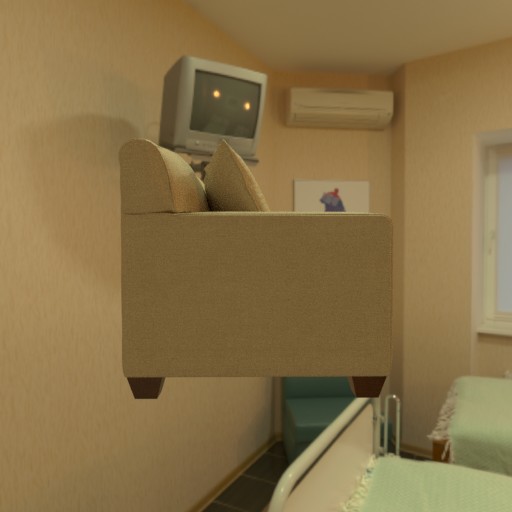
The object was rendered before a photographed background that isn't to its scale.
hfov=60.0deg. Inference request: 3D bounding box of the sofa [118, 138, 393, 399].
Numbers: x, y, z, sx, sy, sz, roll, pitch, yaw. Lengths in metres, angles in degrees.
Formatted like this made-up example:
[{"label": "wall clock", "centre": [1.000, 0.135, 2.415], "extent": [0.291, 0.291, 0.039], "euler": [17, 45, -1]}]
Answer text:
[{"label": "sofa", "centre": [0.000, 0.000, 2.535], "extent": [0.997, 0.958, 2.024], "euler": [0, 2, -1]}]
